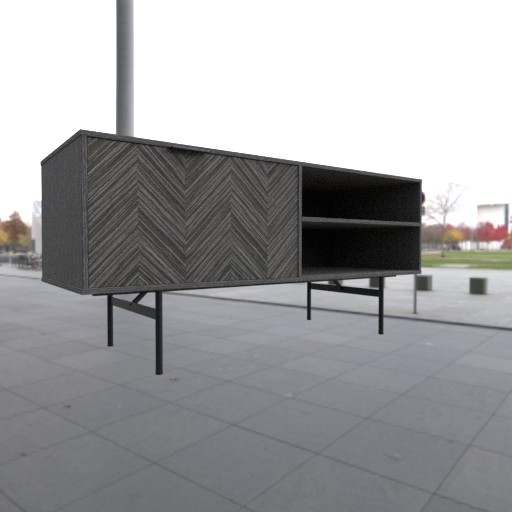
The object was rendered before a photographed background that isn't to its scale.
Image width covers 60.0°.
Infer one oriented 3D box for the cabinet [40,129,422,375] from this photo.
[{"bbox_3d":[0.000,0.000,1.567,1.300,0.599,0.500,-1,2,-36],"label":"cabinet"}]
